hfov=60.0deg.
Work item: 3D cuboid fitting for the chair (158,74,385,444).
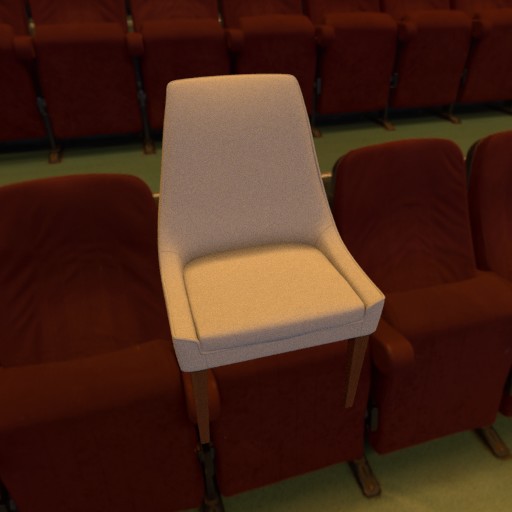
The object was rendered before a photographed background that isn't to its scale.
[{"bbox_3d":[0.000,0.000,1.235,0.529,0.861,0.544,-9,33,-14],"label":"chair"}]
